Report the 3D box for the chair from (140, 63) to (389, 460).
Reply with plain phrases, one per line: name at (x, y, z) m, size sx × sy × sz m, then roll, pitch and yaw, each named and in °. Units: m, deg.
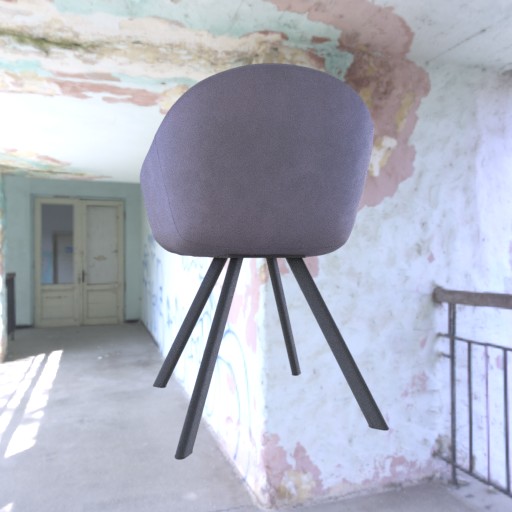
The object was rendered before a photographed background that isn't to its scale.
chair at (0.000, 0.000, 1.152) m, size 0.567 × 0.781 × 0.544 m, roll 0°, pitch 0°, yaw -18°
